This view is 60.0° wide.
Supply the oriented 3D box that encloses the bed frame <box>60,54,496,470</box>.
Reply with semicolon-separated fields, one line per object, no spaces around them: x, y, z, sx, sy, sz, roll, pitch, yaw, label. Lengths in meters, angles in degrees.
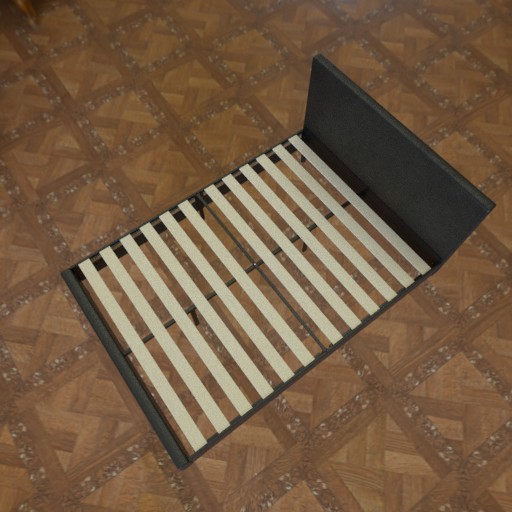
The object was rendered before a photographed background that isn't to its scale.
0.000;0.000;2.827;2.152;1.046;1.469;-34;68;-15;bed frame
